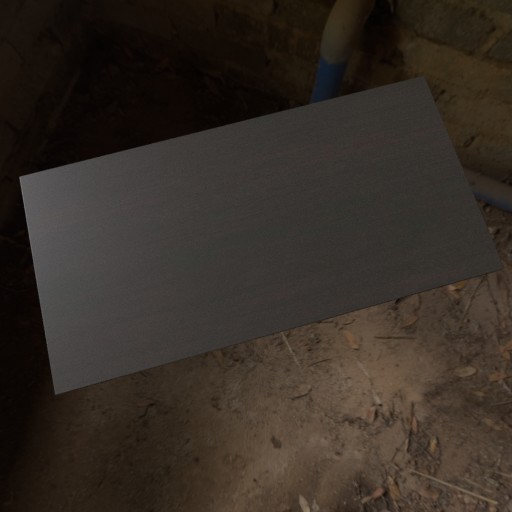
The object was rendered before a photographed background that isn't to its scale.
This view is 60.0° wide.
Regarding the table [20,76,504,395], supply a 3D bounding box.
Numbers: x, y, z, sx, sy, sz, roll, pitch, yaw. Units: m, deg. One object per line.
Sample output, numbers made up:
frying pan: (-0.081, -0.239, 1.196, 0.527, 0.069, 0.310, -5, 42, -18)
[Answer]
table: (0.000, 0.000, 1.315, 0.991, 0.660, 0.499, -15, 77, -4)
